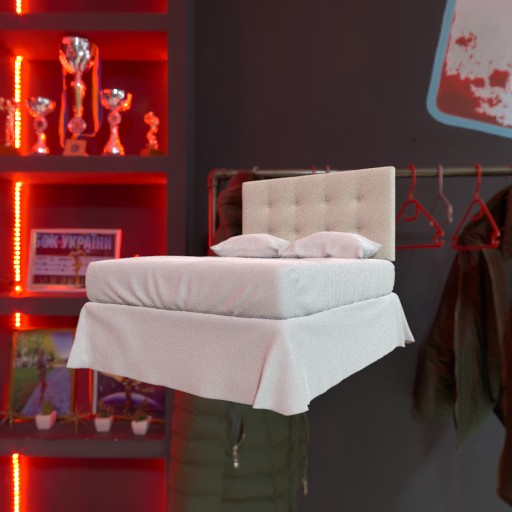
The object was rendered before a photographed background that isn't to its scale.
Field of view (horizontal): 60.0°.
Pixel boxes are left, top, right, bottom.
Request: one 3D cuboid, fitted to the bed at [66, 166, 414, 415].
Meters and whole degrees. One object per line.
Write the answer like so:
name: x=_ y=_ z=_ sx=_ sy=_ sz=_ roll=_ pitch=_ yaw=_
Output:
bed: x=0.000 y=0.000 z=3.532 sx=1.936 sy=1.577 sz=2.222 roll=0 pitch=0 yaw=34
